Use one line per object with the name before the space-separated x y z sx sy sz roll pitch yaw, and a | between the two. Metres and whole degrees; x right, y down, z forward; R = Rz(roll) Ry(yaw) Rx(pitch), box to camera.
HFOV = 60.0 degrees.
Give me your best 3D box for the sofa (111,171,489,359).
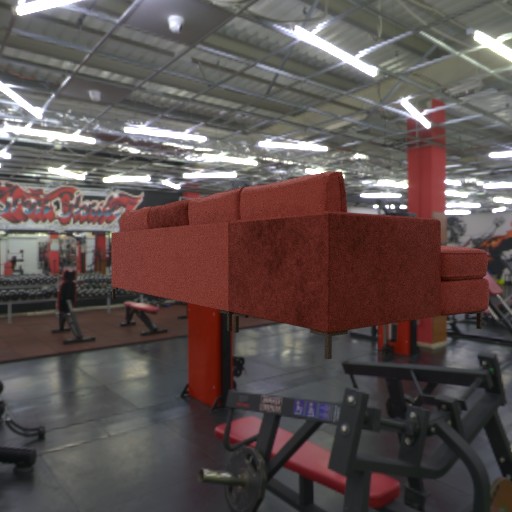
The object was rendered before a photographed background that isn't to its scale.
sofa | 0.000 0.000 3.942 1.500 0.967 3.400 -1 1 -36
